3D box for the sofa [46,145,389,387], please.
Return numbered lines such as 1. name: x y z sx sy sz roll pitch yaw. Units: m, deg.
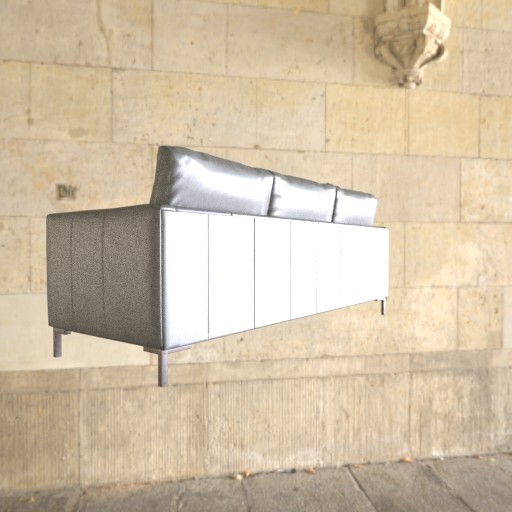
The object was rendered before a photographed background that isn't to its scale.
1. sofa: 0.000 0.000 2.405 0.748 0.805 2.029 1 1 37
